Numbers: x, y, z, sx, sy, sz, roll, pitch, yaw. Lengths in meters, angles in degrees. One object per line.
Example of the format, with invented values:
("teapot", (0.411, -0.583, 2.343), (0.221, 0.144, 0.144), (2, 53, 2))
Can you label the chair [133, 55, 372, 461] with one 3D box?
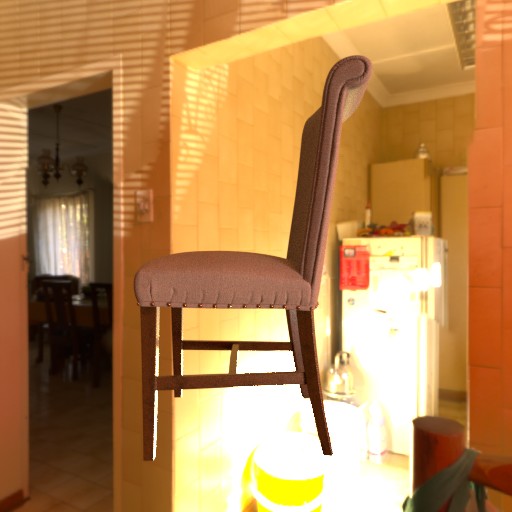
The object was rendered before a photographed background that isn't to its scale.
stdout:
("chair", (0.000, 0.000, 1.320), (0.608, 0.988, 0.513), (0, 1, -1))
